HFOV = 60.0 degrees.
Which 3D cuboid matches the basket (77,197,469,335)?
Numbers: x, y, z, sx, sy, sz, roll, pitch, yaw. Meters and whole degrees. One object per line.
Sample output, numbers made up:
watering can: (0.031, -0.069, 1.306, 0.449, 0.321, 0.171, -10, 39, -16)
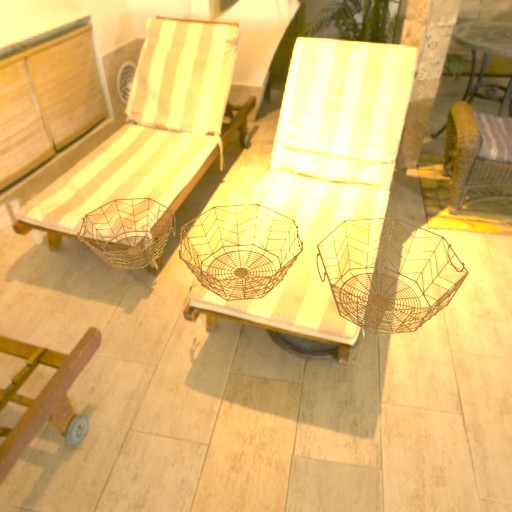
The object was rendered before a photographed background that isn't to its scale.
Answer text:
basket: (0.000, 0.000, 1.434, 1.245, 0.178, 0.432, 11, 41, 12)
